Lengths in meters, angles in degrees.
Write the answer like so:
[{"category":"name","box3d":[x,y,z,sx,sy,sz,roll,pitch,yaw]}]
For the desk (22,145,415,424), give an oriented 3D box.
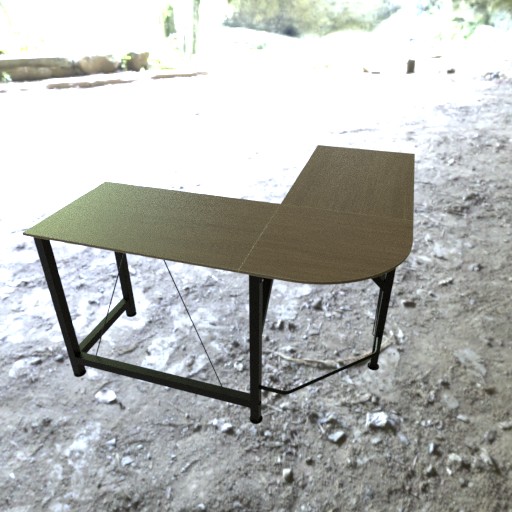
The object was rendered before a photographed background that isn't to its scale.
[{"category":"desk","box3d":[0.000,0.000,2.252,1.400,0.762,1.400,9,32,15]}]
